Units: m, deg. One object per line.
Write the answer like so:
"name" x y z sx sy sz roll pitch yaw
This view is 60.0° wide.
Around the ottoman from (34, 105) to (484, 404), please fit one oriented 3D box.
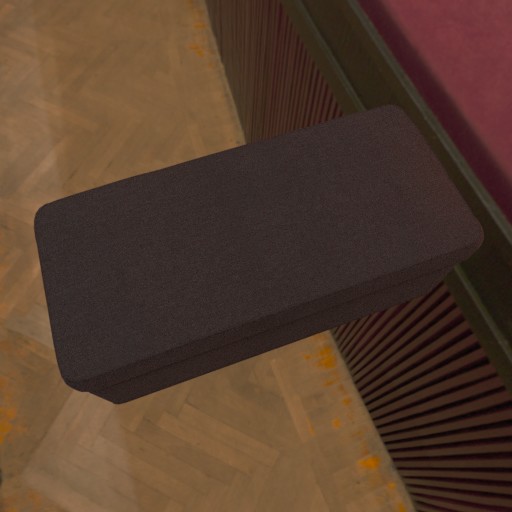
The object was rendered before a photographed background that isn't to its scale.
"ottoman" 0.000 0.000 1.336 1.110 0.460 0.515 -18 66 -8
